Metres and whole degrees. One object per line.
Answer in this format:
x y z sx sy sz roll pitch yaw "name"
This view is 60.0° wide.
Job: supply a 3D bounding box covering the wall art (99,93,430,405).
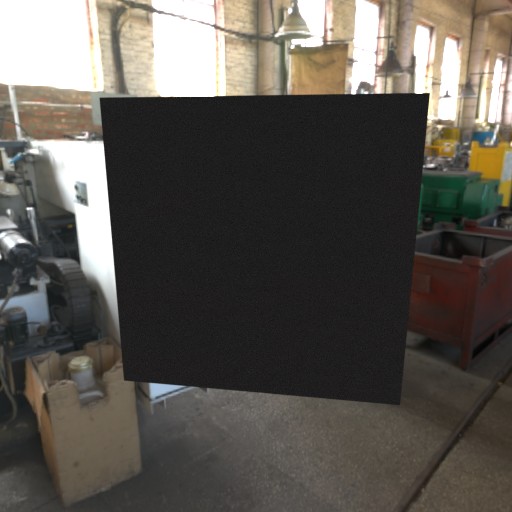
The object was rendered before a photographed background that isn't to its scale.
0.000 0.000 0.671 0.456 0.458 0.013 2 15 9 "wall art"
